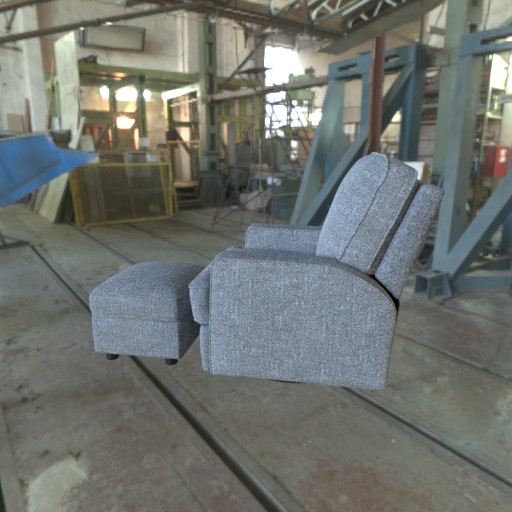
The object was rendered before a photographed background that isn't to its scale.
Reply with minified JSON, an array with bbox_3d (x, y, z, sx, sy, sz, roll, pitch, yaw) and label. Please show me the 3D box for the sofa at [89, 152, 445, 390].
[{"bbox_3d":[0.000,0.000,2.103,1.472,0.959,0.861,2,14,10],"label":"sofa"}]
